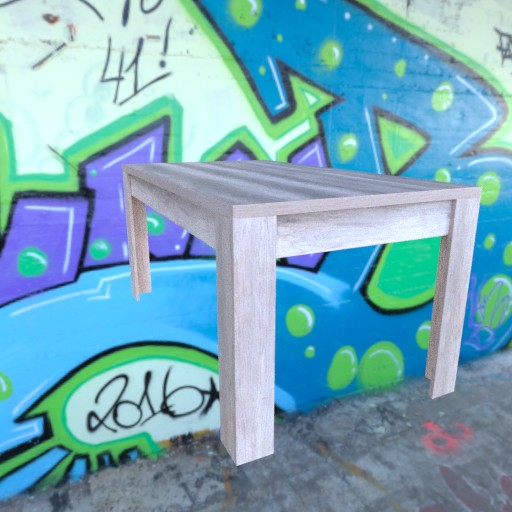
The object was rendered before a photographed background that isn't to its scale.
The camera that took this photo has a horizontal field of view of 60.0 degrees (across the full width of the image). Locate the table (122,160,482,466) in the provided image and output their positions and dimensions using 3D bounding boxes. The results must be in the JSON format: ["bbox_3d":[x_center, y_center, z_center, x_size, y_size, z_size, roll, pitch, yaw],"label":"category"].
[{"bbox_3d":[0.000,0.000,2.086,0.900,0.775,1.600,-7,17,-25],"label":"table"}]
